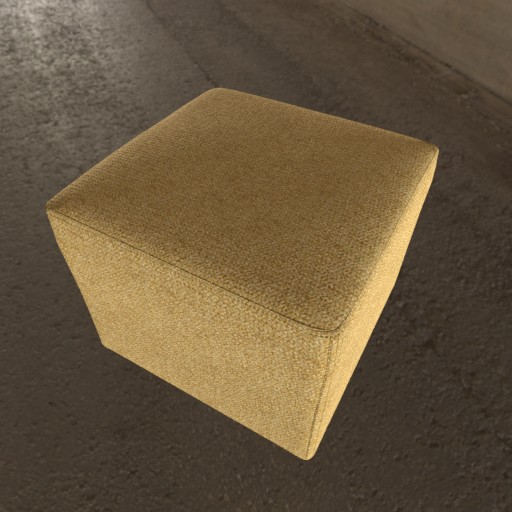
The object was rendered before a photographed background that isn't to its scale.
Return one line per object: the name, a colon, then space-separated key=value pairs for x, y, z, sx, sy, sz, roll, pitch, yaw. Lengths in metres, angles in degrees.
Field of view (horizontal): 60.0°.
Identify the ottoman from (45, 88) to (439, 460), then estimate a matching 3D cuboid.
ottoman: x=0.000 y=0.000 z=0.890 sx=0.512 sy=0.441 sz=0.505 roll=22 pitch=50 yaw=20
